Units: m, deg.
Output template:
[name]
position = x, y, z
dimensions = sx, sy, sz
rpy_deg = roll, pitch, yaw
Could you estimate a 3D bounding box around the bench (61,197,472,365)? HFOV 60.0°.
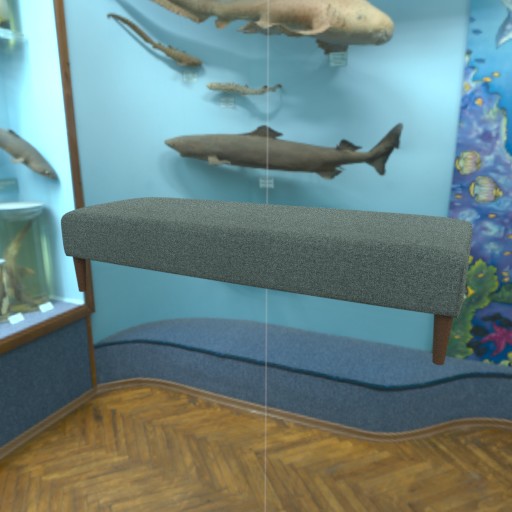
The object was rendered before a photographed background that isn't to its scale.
[bench]
position = 0.000, 0.000, 1.854
dimensions = 1.598, 0.384, 0.631
rpy_deg = 7, 16, 26
